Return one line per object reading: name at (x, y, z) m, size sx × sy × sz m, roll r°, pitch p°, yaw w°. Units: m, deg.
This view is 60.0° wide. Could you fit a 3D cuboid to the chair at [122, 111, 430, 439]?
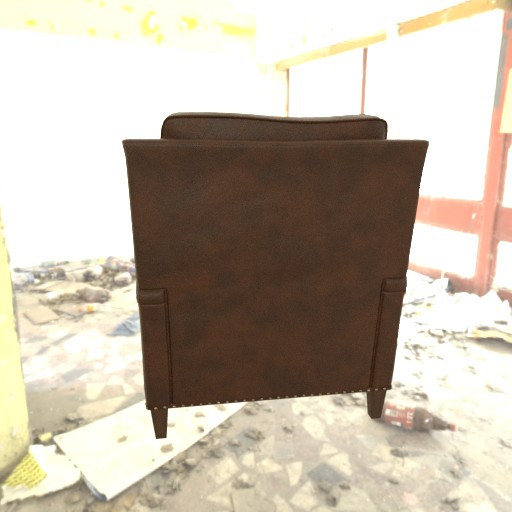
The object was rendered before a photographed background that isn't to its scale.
chair at (0.000, 0.000, 1.788) m, size 0.854 × 1.054 × 1.035 m, roll -2°, pitch 14°, yaw -8°
